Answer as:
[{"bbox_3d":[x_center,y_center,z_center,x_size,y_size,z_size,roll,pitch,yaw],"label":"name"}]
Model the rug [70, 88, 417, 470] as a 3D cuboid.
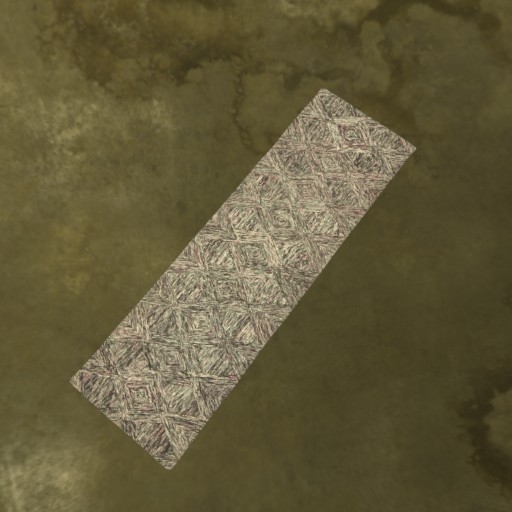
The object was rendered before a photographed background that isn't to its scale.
[{"bbox_3d":[0.000,0.000,2.526,0.719,0.013,2.305,37,77,10],"label":"rug"}]
